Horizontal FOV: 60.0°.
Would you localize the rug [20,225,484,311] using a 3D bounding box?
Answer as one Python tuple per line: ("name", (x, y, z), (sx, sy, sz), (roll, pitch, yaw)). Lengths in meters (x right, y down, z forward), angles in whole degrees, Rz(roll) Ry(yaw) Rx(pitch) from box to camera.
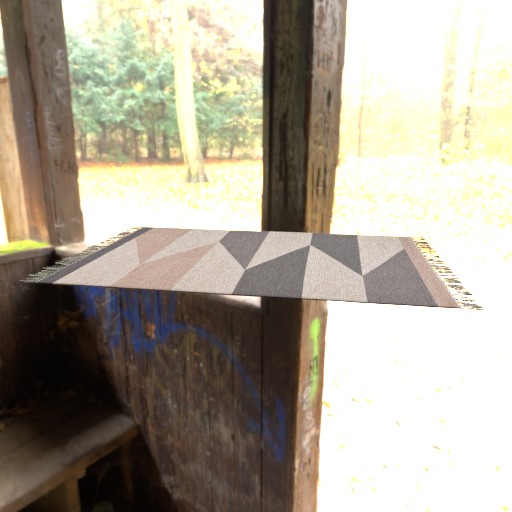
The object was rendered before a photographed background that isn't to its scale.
("rug", (0.000, 0.000, 2.451), (2.021, 0.027, 1.224), (3, 16, 9))
